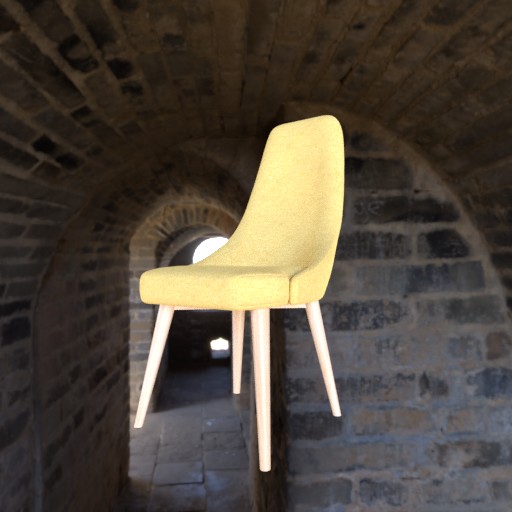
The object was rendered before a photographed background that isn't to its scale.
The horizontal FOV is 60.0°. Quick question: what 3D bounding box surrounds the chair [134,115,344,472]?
[{"bbox_3d":[0.000,0.000,1.431,0.510,1.040,0.660,-1,-1,36],"label":"chair"}]
